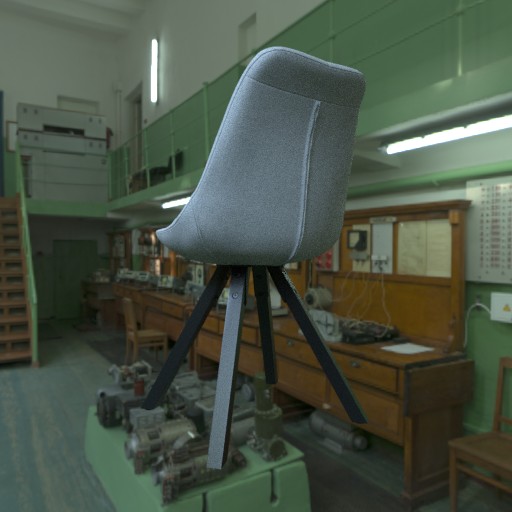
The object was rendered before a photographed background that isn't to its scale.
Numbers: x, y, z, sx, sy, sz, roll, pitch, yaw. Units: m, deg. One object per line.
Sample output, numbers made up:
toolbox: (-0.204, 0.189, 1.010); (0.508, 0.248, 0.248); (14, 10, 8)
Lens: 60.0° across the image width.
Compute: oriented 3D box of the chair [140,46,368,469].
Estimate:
chair: (0.000, 0.000, 1.162); (0.485, 0.850, 0.550); (-1, 1, -34)
